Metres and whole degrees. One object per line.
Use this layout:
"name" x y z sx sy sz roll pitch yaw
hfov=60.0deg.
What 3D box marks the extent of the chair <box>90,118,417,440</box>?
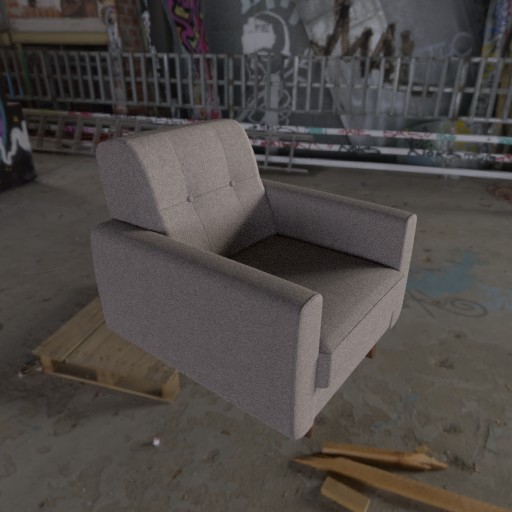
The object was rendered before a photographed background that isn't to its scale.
"chair" 0.000 0.000 1.595 0.907 0.839 0.831 18 31 33
